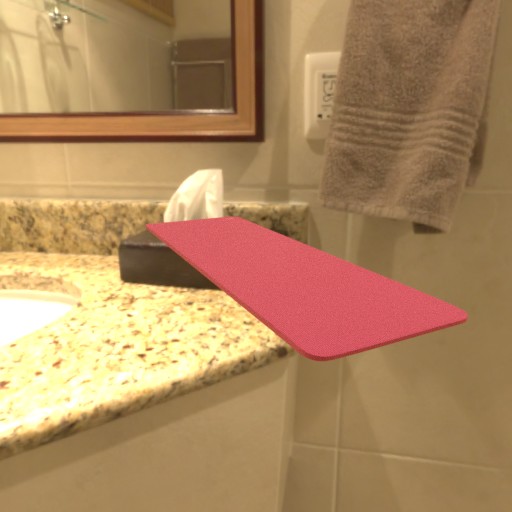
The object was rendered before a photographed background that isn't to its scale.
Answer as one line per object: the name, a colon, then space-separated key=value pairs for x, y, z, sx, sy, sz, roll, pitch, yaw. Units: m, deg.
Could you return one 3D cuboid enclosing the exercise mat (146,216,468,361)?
exercise mat: x=0.000 y=0.000 z=2.070 sx=0.616 sy=0.021 sz=1.884 roll=-8 pitch=18 yaw=-26
